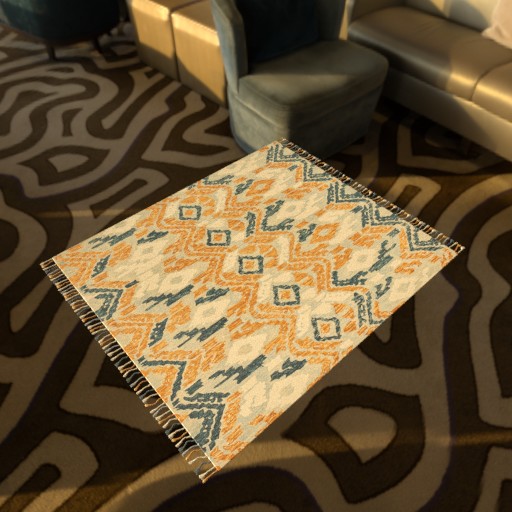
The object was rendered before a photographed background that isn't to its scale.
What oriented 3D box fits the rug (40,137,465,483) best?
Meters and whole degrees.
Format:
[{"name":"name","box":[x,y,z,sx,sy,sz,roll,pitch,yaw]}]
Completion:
[{"name":"rug","box":[0.000,0.000,4.054,3.048,0.010,2.439,-34,56,-26]}]
